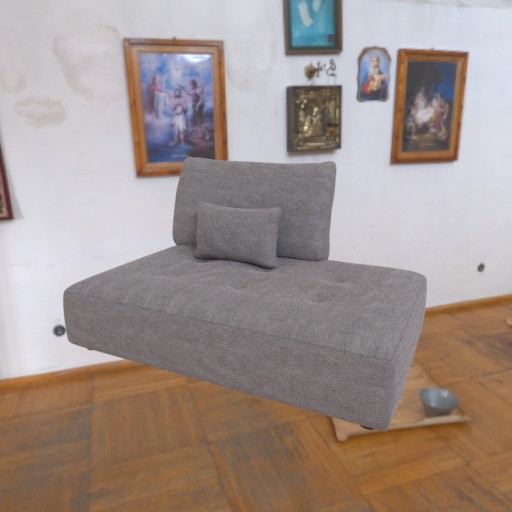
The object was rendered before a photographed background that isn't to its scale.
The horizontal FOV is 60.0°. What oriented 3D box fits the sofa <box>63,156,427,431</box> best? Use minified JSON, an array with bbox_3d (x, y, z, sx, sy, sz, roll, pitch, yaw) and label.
[{"bbox_3d":[0.000,0.000,2.031,1.450,0.820,1.002,7,17,25],"label":"sofa"}]
